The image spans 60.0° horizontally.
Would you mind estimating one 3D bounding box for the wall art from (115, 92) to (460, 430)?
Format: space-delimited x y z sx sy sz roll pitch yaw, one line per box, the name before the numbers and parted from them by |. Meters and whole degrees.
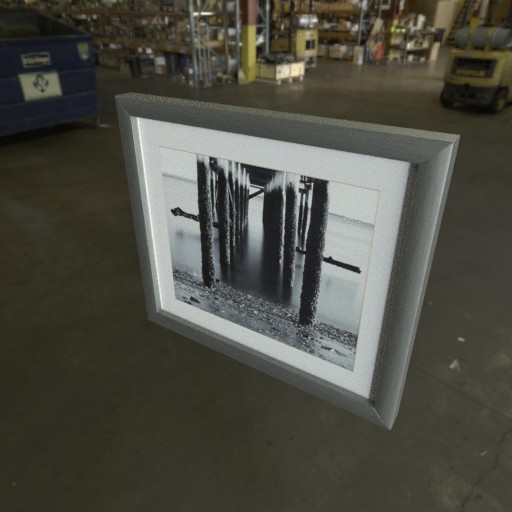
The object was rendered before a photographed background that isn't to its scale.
wall art | 0.000 0.000 0.523 0.380 0.330 0.028 18 34 28
